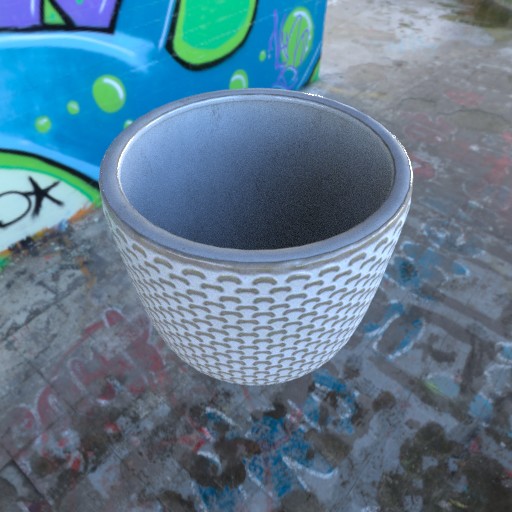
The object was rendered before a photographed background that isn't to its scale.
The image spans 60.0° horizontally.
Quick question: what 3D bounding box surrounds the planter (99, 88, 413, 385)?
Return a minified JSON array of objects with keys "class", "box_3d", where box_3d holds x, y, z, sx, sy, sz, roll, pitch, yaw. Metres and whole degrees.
[{"class":"planter","box_3d":[0.000,0.000,0.302,0.173,0.160,0.173,0,45,0]}]
